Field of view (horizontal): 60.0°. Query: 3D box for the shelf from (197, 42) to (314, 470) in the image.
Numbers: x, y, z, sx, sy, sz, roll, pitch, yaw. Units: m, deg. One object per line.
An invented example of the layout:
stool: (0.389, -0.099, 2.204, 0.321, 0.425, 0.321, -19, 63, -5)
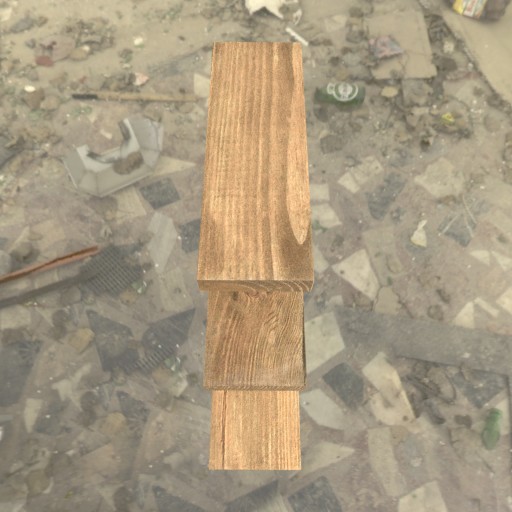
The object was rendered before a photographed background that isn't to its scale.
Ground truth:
shelf: (0.000, 0.000, 0.701, 0.140, 0.293, 0.610, 0, 65, 0)
